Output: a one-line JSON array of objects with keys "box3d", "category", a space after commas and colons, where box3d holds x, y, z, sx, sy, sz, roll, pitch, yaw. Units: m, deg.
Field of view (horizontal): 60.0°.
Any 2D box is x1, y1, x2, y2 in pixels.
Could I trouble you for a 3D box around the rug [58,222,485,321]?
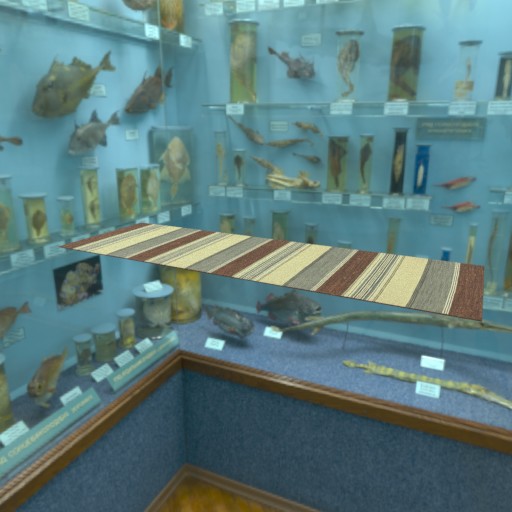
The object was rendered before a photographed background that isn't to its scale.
[{"box3d": [0.000, 0.000, 2.645, 2.437, 0.006, 0.792, 8, 19, 26], "category": "rug"}]
